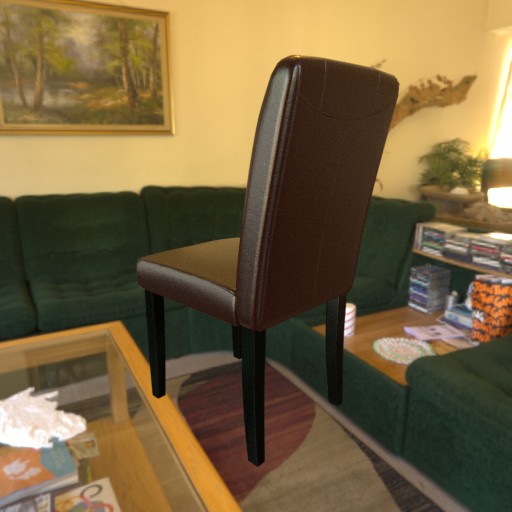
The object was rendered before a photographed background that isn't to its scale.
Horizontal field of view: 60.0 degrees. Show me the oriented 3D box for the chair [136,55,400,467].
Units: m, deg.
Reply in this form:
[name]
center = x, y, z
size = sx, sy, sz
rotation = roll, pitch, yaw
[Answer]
[chair]
center = 0.000, 0.000, 1.176
size = 0.556, 0.897, 0.399
rotation = 14, 20, 42
